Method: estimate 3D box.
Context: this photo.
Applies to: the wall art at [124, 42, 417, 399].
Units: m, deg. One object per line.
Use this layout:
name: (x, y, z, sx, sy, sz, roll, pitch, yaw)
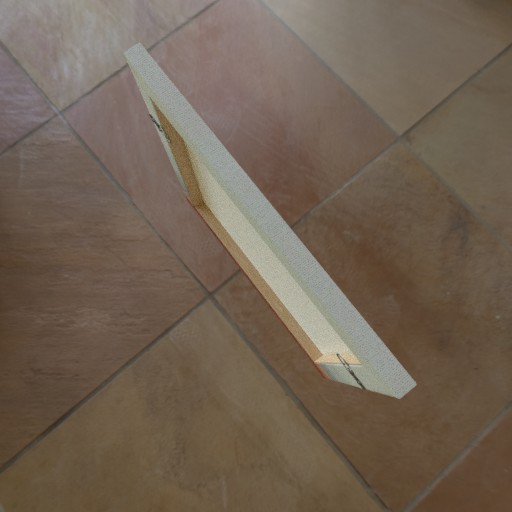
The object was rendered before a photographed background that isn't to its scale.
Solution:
wall art: (0.000, 0.000, 0.593, 0.023, 0.405, 0.405, -37, 79, -8)
